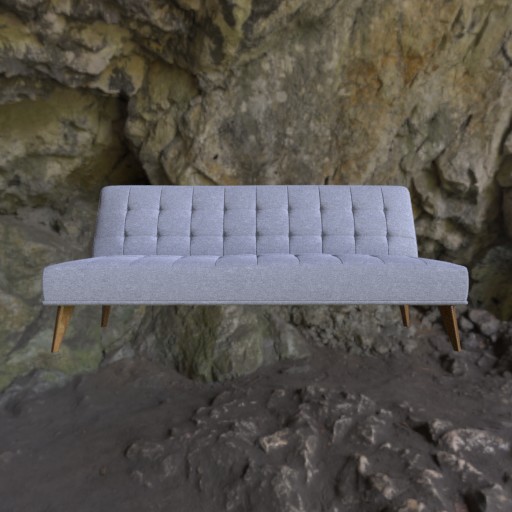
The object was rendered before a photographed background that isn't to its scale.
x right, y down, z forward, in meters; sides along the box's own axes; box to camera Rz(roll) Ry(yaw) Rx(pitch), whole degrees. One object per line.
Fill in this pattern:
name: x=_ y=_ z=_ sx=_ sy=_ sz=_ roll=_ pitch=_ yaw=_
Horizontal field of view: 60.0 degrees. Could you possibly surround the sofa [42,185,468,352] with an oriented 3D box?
sofa: x=0.000 y=0.000 z=2.278 sx=1.800 sy=0.810 sz=0.860 roll=0 pitch=0 yaw=-1
